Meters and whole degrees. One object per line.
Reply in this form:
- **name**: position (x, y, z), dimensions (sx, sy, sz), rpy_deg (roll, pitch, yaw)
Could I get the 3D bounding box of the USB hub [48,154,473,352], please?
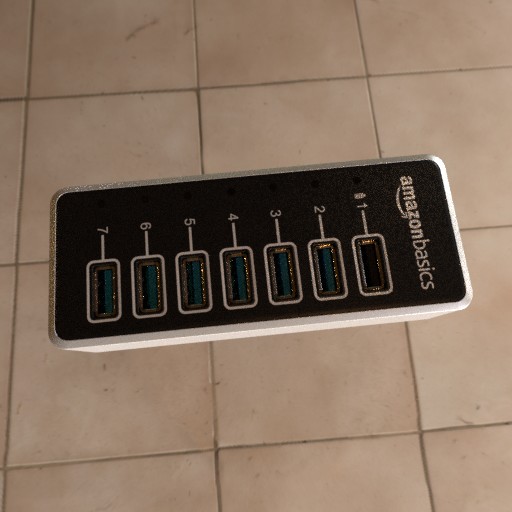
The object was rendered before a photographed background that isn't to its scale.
- **USB hub**: position (0.000, 0.000, 0.128), dimensions (0.110, 0.023, 0.044), rpy_deg (-6, 76, -1)
